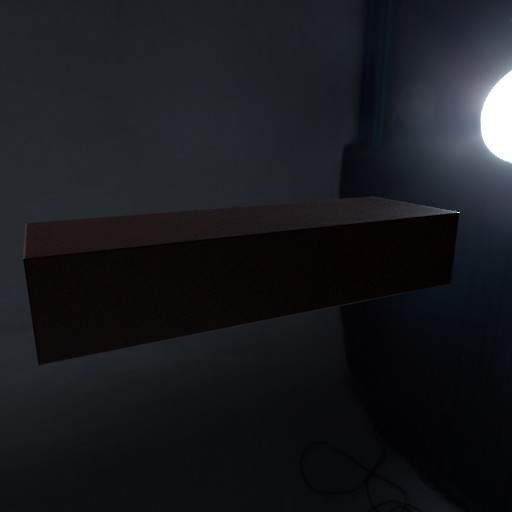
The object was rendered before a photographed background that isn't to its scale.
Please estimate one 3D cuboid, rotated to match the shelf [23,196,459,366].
[{"bbox_3d":[0.000,0.000,0.502,0.457,0.088,0.152,-7,17,-25],"label":"shelf"}]
